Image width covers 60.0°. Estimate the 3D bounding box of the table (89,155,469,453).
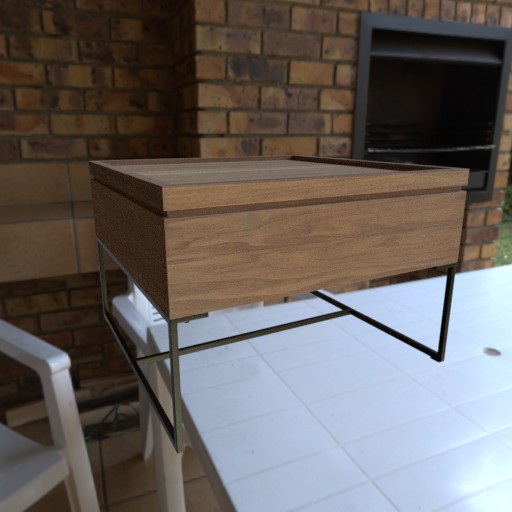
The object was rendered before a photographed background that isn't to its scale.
[{"bbox_3d":[0.000,0.000,1.144,0.679,0.464,0.676,-8,18,-27],"label":"table"}]
